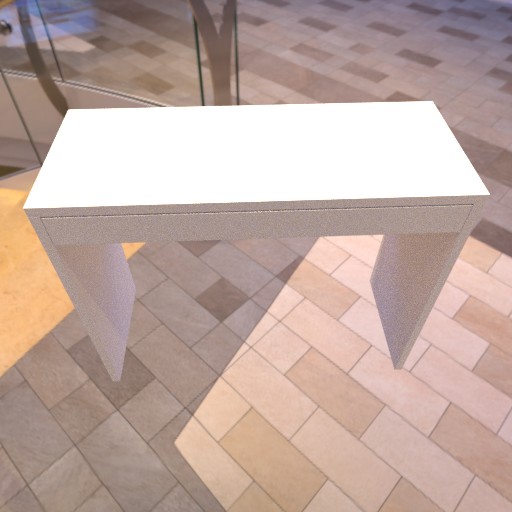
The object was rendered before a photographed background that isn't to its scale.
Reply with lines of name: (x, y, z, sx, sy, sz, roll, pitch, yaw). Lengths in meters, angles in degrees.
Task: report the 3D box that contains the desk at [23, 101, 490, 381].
desk: (0.000, 0.000, 1.375, 1.000, 0.790, 0.400, -2, 48, -2)
